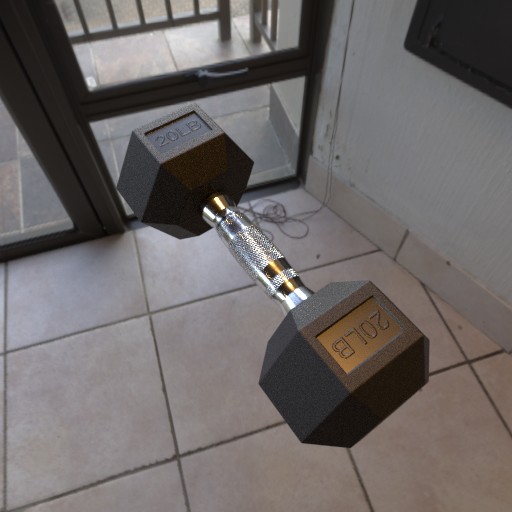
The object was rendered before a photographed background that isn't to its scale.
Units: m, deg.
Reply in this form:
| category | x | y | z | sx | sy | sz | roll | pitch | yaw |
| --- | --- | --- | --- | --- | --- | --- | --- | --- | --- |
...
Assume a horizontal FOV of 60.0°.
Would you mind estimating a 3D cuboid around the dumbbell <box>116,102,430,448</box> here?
| category | x | y | z | sx | sy | sz | roll | pitch | yaw |
| --- | --- | --- | --- | --- | --- | --- | --- | --- | --- |
| dumbbell | 0.000 | 0.000 | 0.320 | 0.106 | 0.092 | 0.272 | -31 | 63 | -18 |
